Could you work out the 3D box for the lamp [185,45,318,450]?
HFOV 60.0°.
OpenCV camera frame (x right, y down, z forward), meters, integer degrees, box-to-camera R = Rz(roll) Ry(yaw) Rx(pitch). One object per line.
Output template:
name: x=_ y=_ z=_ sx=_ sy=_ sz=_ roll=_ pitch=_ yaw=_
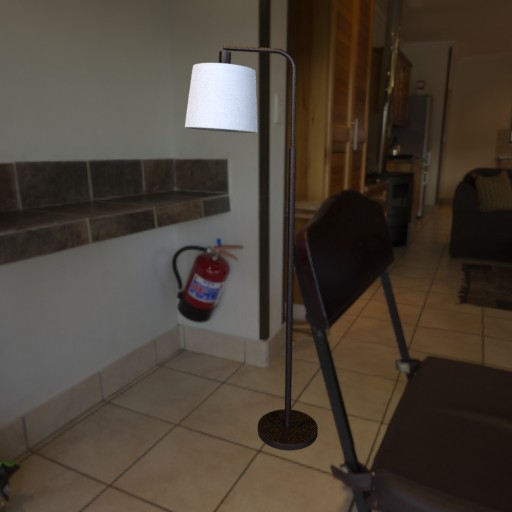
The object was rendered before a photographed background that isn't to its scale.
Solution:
lamp: x=0.000 y=0.000 z=1.677 sx=0.508 sy=1.478 sz=0.254 roll=2 pitch=13 yaw=7
